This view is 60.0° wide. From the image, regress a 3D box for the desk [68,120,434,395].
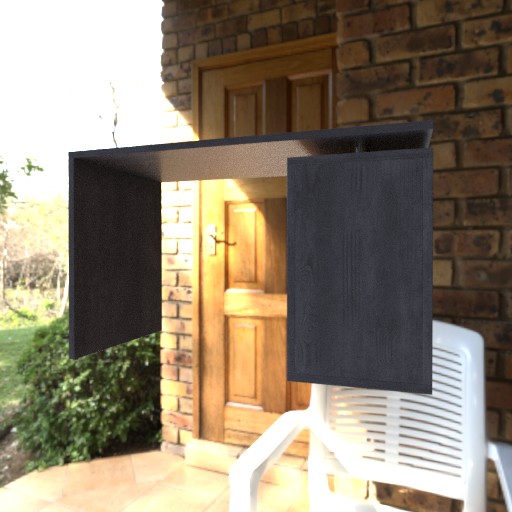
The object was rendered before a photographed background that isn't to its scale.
[{"bbox_3d":[0.000,0.000,1.665,1.200,0.740,0.600,0,1,18],"label":"desk"}]
